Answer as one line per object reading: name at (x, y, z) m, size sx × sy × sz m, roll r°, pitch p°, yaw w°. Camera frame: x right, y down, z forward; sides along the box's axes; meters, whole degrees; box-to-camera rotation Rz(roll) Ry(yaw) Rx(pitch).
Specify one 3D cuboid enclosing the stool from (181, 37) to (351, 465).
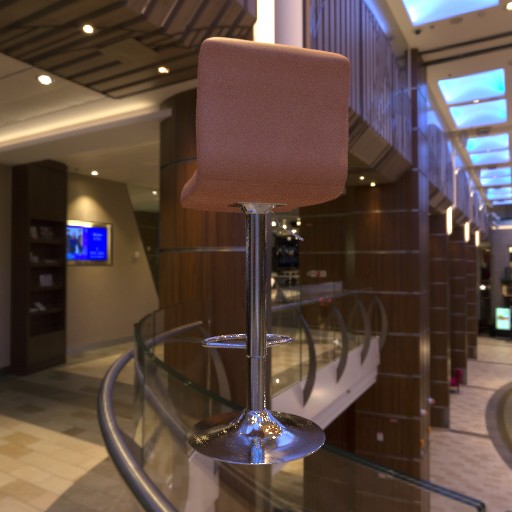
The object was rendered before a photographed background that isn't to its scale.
stool at (0.000, 0.000, 1.388) m, size 0.430 × 1.115 × 0.505 m, roll 0°, pitch -1°, yaw -16°
